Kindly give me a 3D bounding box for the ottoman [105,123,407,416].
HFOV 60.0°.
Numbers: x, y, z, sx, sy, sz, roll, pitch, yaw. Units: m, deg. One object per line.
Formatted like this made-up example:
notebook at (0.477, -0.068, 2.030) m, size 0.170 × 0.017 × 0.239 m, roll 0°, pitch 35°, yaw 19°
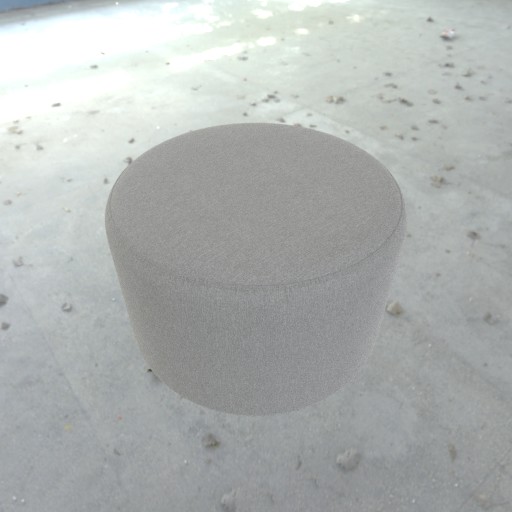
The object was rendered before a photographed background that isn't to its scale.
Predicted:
ottoman at (0.000, 0.000, 1.017) m, size 0.608 × 0.433 × 0.608 m, roll 0°, pitch 41°, yaw 0°
